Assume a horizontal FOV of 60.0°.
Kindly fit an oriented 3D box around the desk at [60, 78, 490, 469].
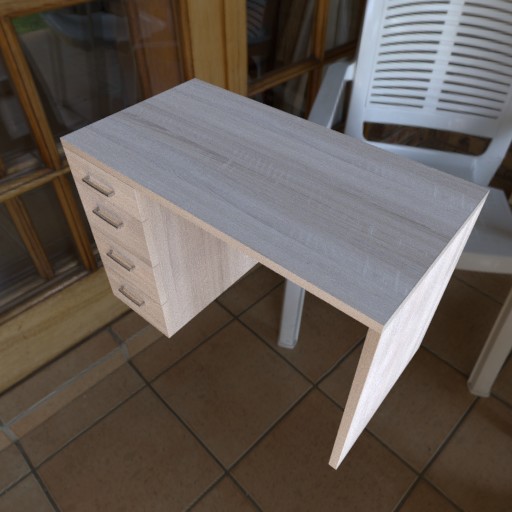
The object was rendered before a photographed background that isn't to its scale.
[{"bbox_3d":[0.000,0.000,1.506,1.100,0.731,0.600,30,52,27],"label":"desk"}]
